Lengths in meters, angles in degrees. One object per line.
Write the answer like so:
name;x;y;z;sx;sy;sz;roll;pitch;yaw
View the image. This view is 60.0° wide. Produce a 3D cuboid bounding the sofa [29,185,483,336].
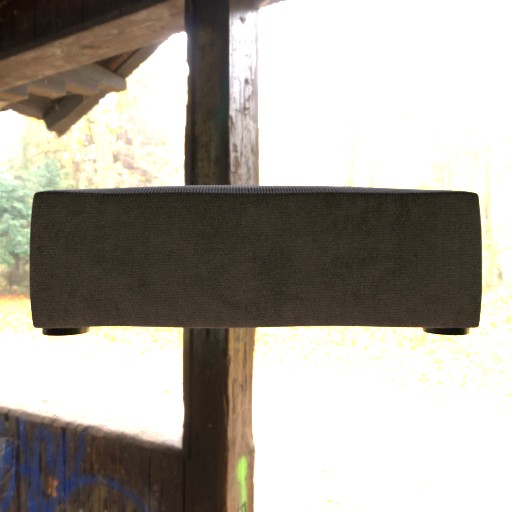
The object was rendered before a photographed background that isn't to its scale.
sofa;0.000;0.000;1.125;0.930;0.330;0.480;0;-1;0
